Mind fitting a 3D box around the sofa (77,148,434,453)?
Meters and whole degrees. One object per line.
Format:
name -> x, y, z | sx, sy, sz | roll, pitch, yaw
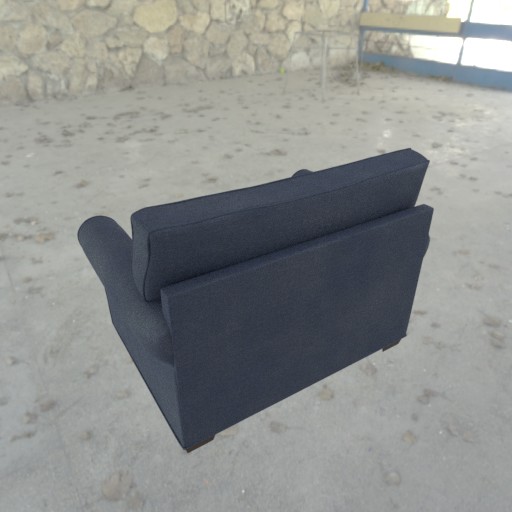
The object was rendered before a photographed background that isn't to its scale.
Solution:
sofa -> 0.000, 0.000, 2.102 | 1.405, 1.004, 0.938 | -18, 35, -28
